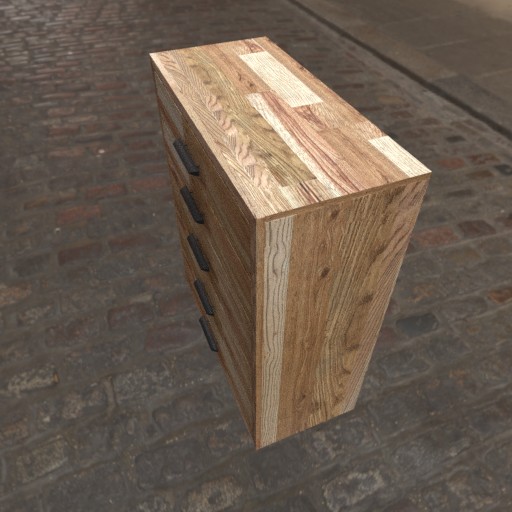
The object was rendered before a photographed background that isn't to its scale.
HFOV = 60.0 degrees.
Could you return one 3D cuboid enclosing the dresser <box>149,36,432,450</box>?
[{"bbox_3d":[0.000,0.000,1.710,0.480,1.243,0.966,-16,47,-16],"label":"dresser"}]
